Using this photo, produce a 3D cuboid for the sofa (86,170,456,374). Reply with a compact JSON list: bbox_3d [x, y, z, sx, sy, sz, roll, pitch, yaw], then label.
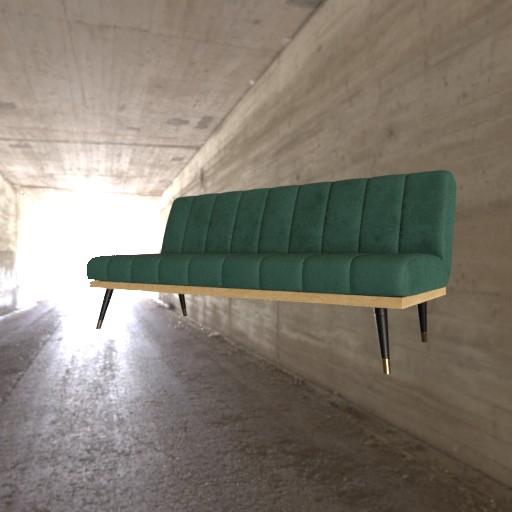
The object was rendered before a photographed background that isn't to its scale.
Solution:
[{"bbox_3d":[0.000,0.000,2.332,1.810,0.820,0.830,0,0,35],"label":"sofa"}]
